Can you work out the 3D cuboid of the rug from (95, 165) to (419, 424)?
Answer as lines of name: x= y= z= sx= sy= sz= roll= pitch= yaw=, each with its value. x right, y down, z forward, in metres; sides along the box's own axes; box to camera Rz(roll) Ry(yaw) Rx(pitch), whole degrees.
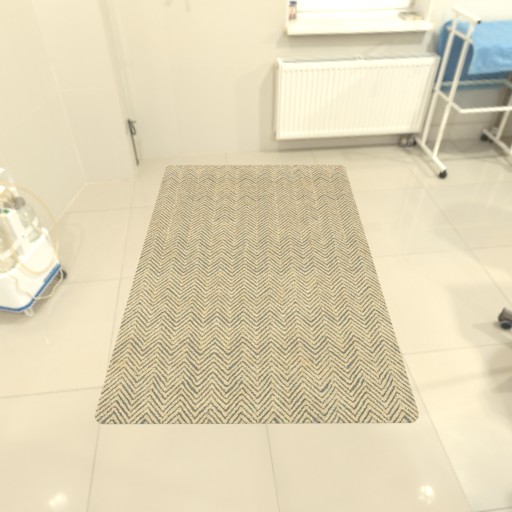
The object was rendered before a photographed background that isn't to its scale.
rug: x=0.000 y=0.000 z=2.197 sx=1.144 sy=0.008 sz=1.752 roll=0 pitch=42 yaw=0
